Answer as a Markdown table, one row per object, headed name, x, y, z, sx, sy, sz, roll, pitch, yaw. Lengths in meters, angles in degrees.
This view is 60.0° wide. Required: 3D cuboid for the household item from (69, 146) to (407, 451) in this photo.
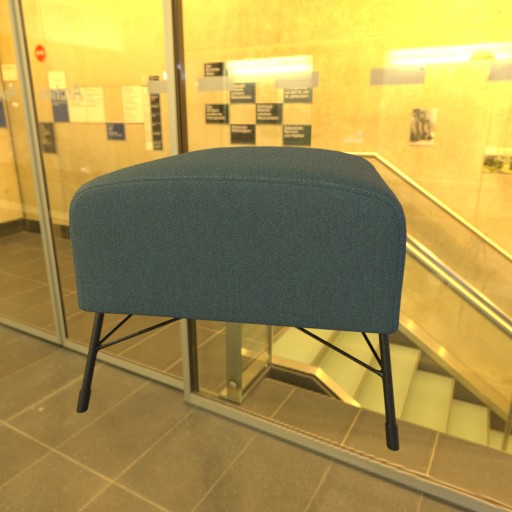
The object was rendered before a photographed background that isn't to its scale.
| name | x | y | z | sx | sy | sz | roll | pitch | yaw |
| --- | --- | --- | --- | --- | --- | --- | --- | --- | --- |
| household item | 0.000 | 0.000 | 0.891 | 0.530 | 0.420 | 0.530 | 3 | 18 | 10 |
